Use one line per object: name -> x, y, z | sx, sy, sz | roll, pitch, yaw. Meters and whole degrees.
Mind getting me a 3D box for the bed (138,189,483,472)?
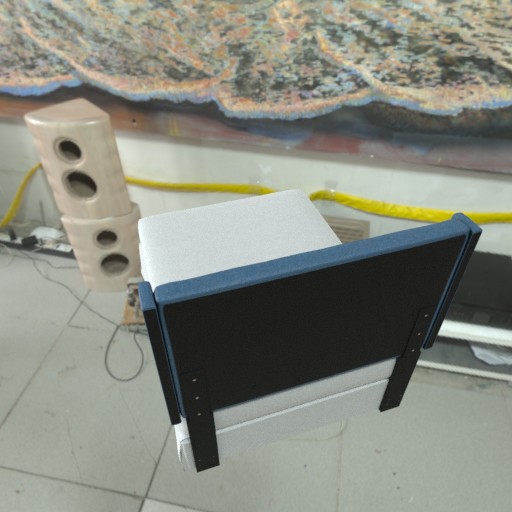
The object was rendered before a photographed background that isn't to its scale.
bed -> 0.000, 0.000, 3.290 | 1.719, 1.665, 2.078 | -12, 43, -14
